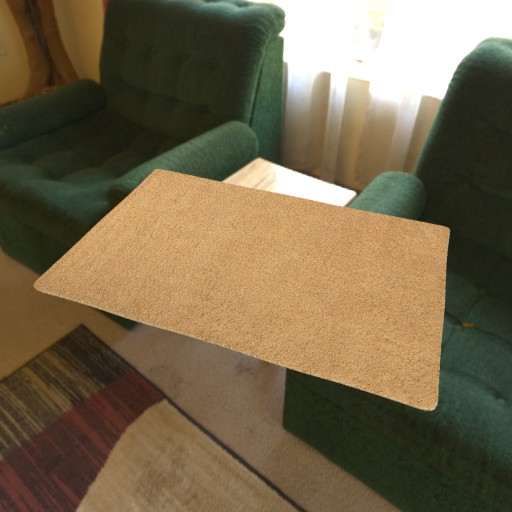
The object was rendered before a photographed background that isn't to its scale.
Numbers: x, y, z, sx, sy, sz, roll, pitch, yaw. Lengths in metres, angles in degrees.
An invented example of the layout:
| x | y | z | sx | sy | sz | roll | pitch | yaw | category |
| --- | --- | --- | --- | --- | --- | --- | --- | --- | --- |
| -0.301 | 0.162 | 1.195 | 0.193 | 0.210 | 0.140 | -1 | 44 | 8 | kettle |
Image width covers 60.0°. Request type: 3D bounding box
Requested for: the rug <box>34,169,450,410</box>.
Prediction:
| x | y | z | sx | sy | sz | roll | pitch | yaw | category |
| --- | --- | --- | --- | --- | --- | --- | --- | --- | --- |
| 0.000 | 0.000 | 2.896 | 2.349 | 0.025 | 1.500 | 14 | 43 | 15 | rug |
